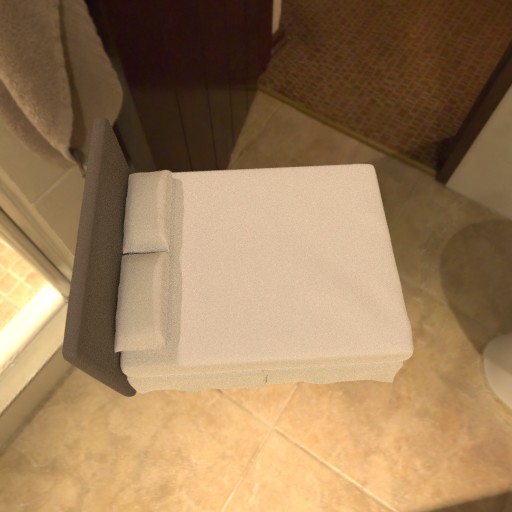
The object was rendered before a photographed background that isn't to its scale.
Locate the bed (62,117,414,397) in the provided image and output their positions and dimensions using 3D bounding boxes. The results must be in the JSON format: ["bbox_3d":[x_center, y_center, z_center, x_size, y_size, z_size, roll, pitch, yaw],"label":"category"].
[{"bbox_3d":[0.000,0.000,3.255,2.142,1.330,1.723,-3,64,-1],"label":"bed"}]
